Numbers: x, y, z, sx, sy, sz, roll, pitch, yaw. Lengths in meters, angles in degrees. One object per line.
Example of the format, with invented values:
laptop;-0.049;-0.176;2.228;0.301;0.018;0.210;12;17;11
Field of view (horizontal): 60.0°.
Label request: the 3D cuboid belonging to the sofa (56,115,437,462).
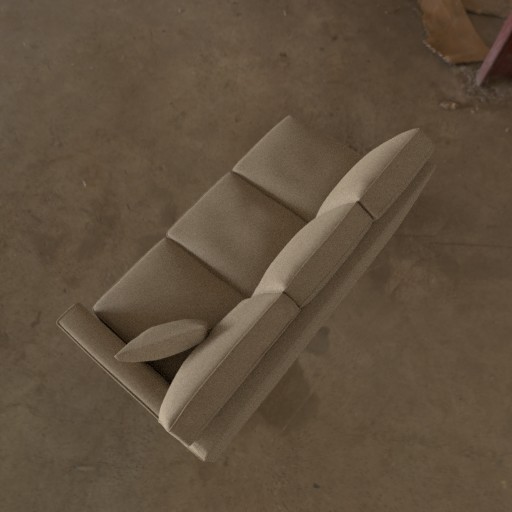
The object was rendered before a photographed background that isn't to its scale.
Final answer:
sofa;0.000;0.000;2.535;1.034;0.946;1.963;37;70;16
